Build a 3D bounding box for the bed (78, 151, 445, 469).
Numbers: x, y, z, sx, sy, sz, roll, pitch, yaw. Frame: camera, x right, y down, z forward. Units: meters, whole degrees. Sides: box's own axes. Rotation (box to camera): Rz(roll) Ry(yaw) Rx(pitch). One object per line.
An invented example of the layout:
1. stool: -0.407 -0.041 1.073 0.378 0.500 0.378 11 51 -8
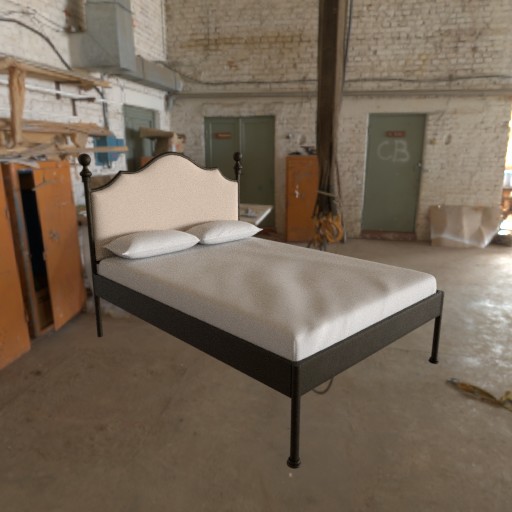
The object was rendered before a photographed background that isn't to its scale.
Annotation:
1. bed: 0.000 0.000 3.300 1.642 1.499 2.224 -13 19 -42
